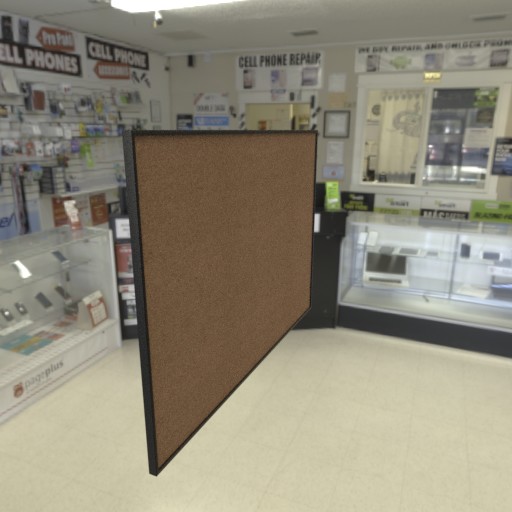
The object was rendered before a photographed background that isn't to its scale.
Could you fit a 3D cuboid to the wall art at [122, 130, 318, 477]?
[{"bbox_3d":[0.000,0.000,1.207,0.019,0.660,0.957,7,17,24],"label":"wall art"}]
